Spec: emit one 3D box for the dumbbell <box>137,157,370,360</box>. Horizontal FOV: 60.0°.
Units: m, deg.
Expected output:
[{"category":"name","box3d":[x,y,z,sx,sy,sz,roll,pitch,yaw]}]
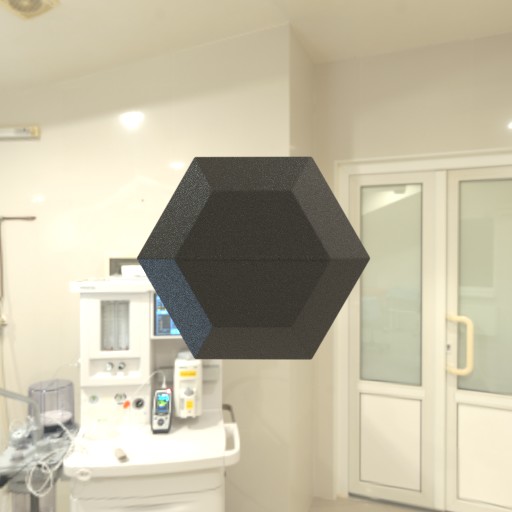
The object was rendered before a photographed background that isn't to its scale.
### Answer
[{"category":"dumbbell","box3d":[0.000,0.000,0.413,0.142,0.123,0.337,0,1,1]}]
